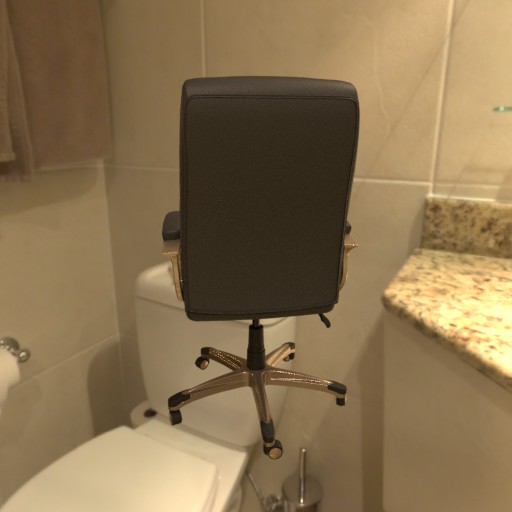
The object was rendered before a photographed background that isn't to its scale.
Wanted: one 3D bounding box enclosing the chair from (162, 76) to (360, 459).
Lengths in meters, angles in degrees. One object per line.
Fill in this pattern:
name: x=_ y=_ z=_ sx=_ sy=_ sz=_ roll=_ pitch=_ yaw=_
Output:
chair: x=0.000 y=0.000 z=1.649 sx=0.694 sy=1.188 sz=0.748 roll=-3 pitch=16 yaw=-9
